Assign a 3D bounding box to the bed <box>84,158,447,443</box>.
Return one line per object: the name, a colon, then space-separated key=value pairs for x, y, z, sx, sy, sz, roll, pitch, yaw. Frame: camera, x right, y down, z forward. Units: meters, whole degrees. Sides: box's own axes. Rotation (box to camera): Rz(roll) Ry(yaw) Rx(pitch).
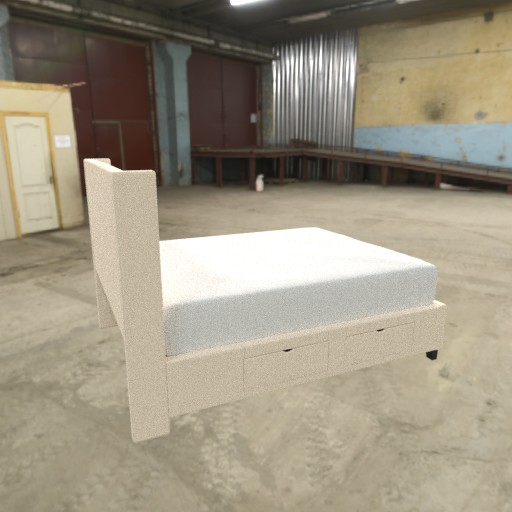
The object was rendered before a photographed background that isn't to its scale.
bed: x=0.000 y=0.000 z=3.473 sx=2.280 sy=1.471 sz=1.765 roll=-7 pitch=16 yaw=-24
